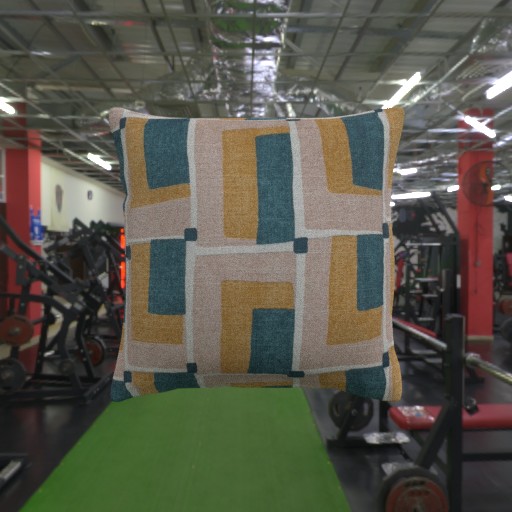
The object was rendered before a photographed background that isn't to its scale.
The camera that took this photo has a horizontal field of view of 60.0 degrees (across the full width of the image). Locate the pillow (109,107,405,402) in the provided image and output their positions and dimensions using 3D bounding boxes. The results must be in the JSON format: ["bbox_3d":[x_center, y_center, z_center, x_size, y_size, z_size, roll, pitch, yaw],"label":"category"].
[{"bbox_3d":[0.000,0.000,0.710,0.478,0.479,0.158,0,1,1],"label":"pillow"}]
